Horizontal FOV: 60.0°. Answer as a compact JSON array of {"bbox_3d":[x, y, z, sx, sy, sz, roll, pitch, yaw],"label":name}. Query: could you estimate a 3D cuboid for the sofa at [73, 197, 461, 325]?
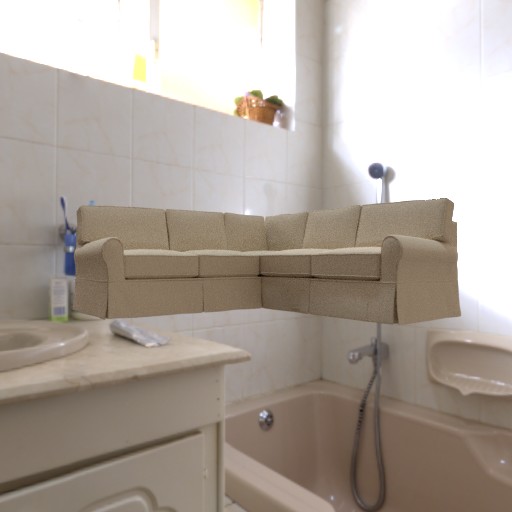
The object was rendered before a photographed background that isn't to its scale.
[{"bbox_3d":[0.000,0.000,4.101,2.591,1.070,2.597,1,-1,-38],"label":"sofa"}]
